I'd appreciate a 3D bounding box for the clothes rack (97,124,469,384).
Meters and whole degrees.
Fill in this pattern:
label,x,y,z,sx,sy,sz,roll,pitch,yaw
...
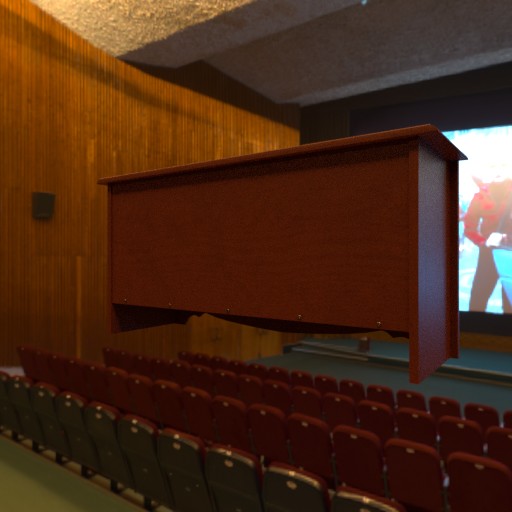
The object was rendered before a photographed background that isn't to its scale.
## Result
label,x,y,z,sx,sy,sz,roll,pitch,yaw
clothes rack,0.000,0.000,1.495,1.251,0.594,0.362,0,0,35
